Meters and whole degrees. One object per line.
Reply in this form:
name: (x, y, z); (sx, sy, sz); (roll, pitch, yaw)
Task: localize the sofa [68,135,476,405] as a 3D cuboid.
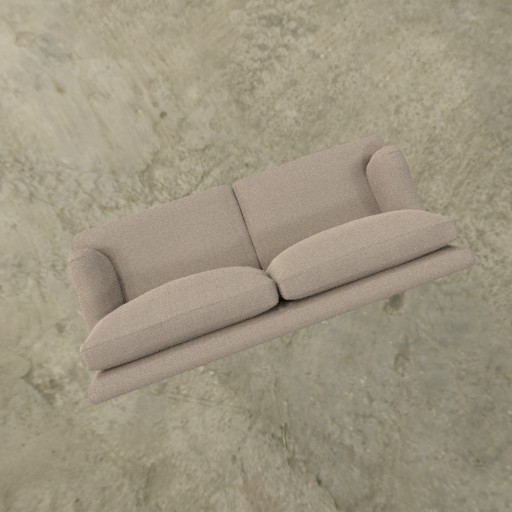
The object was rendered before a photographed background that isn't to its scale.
sofa: (0.000, 0.000, 2.794); (2.160, 1.054, 1.087); (-19, 77, -5)
